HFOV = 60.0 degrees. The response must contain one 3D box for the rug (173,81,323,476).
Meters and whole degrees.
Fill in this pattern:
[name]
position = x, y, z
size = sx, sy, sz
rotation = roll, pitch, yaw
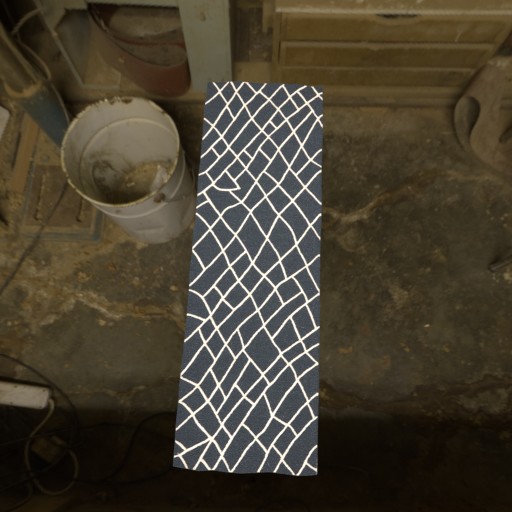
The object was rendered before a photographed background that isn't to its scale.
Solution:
[rug]
position = 0.000, 0.000, 2.749
size = 0.807, 0.010, 2.476
rotation = 3, 76, 1
